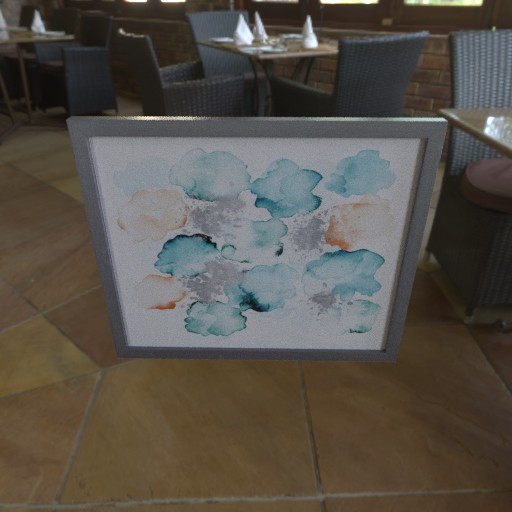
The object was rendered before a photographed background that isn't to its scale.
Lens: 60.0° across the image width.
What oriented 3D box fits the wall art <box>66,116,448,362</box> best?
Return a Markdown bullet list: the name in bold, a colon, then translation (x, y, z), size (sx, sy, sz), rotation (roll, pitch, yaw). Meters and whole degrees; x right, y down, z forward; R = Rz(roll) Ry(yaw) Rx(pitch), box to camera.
- **wall art**: translation (0.000, 0.000, 0.918), size (0.660, 0.558, 0.026), rotation (1, 31, 1)
